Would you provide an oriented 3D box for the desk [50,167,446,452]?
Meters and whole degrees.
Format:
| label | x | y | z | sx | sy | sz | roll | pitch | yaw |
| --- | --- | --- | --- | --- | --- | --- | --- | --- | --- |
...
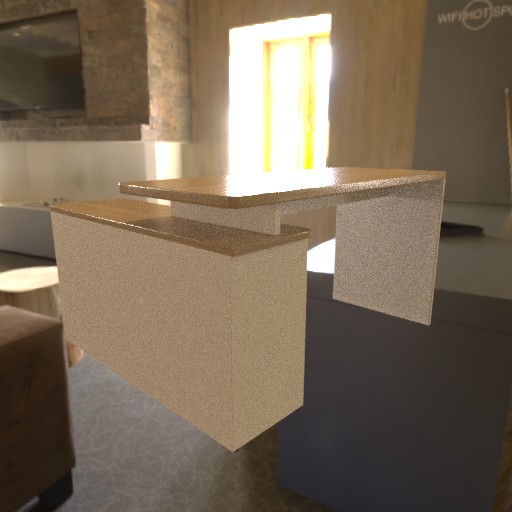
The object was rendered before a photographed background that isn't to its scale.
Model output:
| label | x | y | z | sx | sy | sz | roll | pitch | yaw |
| --- | --- | --- | --- | --- | --- | --- | --- | --- | --- |
| desk | 0.000 | 0.000 | 2.085 | 1.175 | 0.770 | 1.400 | 13 | 19 | 42 |
